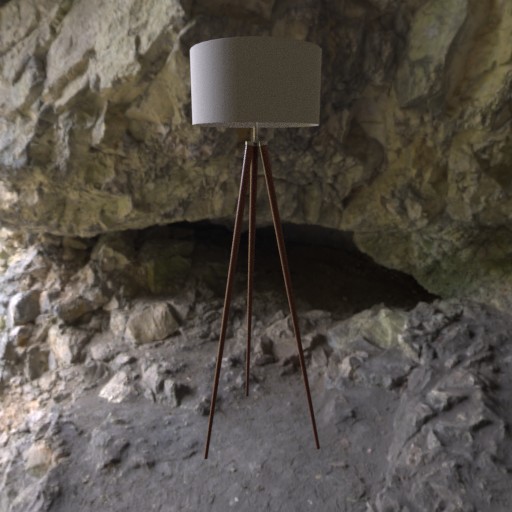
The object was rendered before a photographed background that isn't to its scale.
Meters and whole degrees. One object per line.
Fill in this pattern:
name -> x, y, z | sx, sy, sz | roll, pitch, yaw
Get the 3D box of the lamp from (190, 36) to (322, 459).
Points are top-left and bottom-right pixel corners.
lamp -> 0.000, 0.000, 1.825 | 0.483, 1.553, 0.483 | -2, 14, -7
